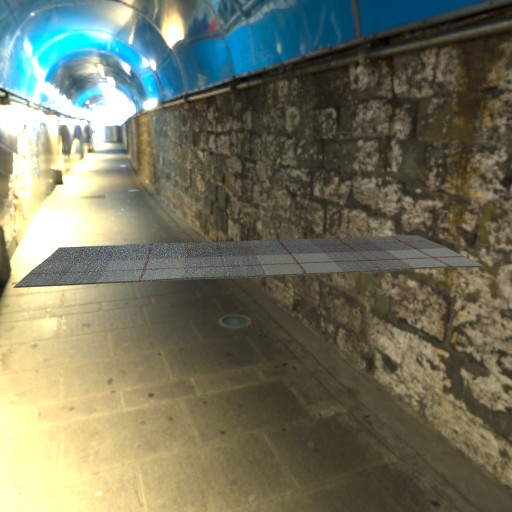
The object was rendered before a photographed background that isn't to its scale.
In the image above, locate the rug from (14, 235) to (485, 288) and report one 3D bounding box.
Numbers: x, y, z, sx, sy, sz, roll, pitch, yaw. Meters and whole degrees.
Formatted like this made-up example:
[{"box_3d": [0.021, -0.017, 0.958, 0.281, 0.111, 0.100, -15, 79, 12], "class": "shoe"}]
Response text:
[{"box_3d": [0.000, 0.000, 2.636, 2.439, 0.013, 0.762, -2, 16, -8], "class": "rug"}]
